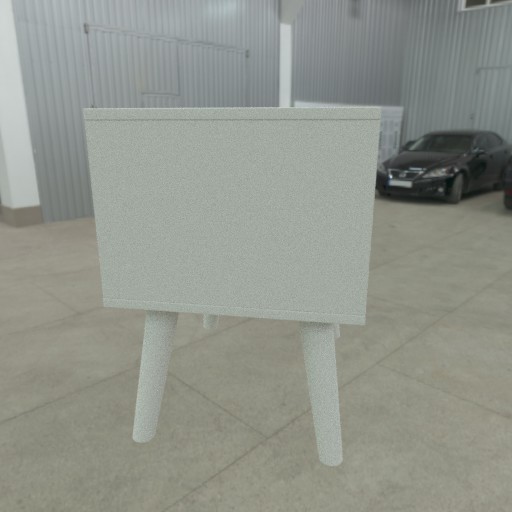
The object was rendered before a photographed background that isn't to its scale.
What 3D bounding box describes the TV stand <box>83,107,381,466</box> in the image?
[{"bbox_3d":[0.000,0.000,0.907,0.405,0.559,0.508,3,17,9],"label":"TV stand"}]
